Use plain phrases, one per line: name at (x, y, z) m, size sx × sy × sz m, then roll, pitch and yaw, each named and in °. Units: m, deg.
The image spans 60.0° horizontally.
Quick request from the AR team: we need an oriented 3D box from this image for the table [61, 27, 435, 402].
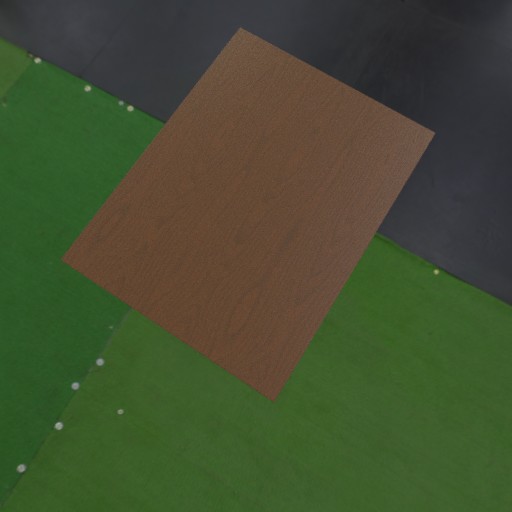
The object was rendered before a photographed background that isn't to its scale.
table at (0.000, 0.000, 0.827) m, size 0.300 × 0.599 × 0.406 m, roll 32°, pitch 78°, yaw 8°
